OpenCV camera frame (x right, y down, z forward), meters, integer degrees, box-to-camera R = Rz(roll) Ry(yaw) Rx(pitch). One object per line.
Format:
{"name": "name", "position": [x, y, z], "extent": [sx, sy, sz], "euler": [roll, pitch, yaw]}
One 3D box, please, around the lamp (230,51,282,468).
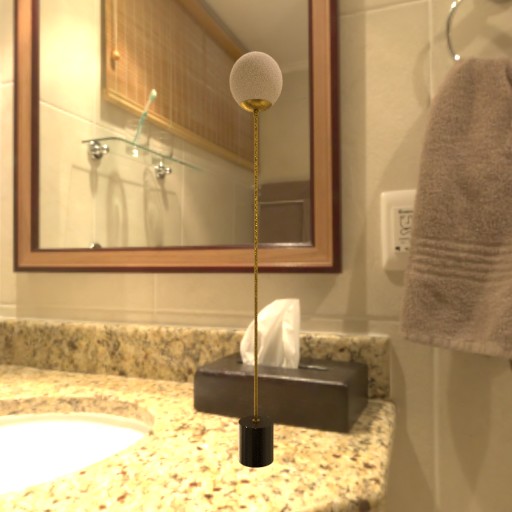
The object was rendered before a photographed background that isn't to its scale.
{"name": "lamp", "position": [0.000, 0.000, 1.910], "extent": [0.229, 1.748, 0.229], "euler": [0, -1, -17]}
